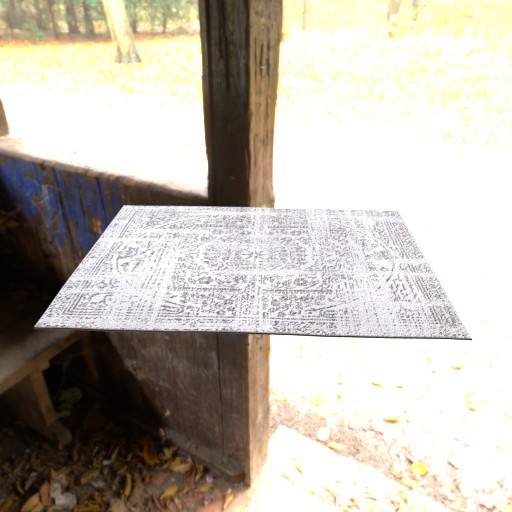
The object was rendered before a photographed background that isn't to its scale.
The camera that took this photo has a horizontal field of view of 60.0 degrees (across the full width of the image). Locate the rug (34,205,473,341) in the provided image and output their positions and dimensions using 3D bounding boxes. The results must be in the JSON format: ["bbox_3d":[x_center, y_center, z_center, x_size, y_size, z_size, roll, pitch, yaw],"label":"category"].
[{"bbox_3d":[0.000,0.000,3.169,2.438,0.026,1.706,1,30,2],"label":"rug"}]
